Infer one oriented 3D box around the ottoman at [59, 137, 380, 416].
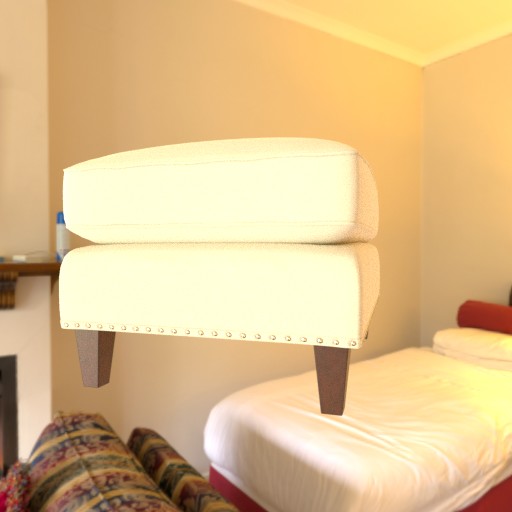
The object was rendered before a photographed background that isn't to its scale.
[{"bbox_3d":[0.000,0.000,1.124,0.584,0.513,0.741,0,1,18],"label":"ottoman"}]
